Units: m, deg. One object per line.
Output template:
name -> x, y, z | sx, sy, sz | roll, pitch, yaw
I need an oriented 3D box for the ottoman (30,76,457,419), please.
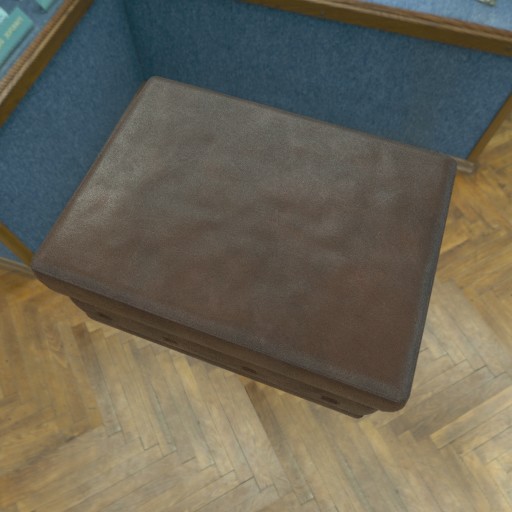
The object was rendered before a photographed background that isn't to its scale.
ottoman -> 0.000, 0.000, 1.156 | 0.795, 0.509, 0.588 | 18, 66, 9
